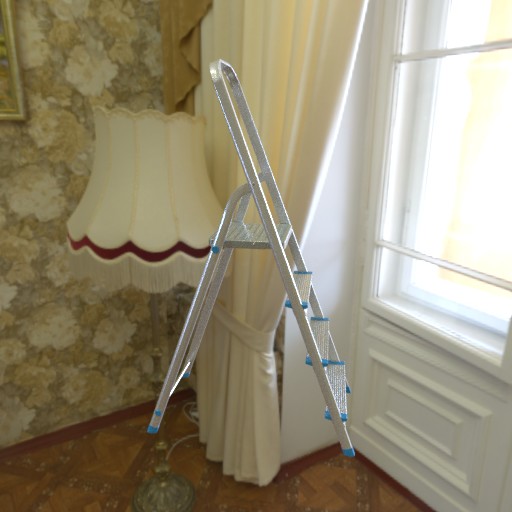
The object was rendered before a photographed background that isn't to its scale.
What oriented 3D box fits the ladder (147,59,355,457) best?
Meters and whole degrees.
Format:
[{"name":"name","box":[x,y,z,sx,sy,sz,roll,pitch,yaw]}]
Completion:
[{"name":"ladder","box":[0.000,0.000,1.764,0.842,1.434,0.445,3,17,9]}]
